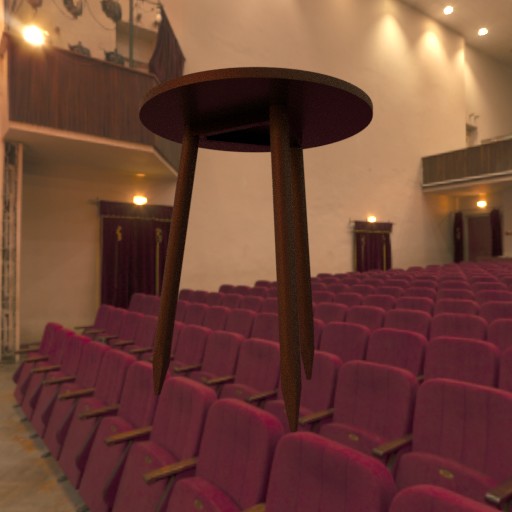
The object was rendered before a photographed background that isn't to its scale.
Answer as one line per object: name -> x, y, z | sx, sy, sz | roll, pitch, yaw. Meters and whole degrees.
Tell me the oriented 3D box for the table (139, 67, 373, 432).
table -> 0.000, 0.000, 0.893 | 0.457, 0.585, 0.457 | 0, -1, 0
